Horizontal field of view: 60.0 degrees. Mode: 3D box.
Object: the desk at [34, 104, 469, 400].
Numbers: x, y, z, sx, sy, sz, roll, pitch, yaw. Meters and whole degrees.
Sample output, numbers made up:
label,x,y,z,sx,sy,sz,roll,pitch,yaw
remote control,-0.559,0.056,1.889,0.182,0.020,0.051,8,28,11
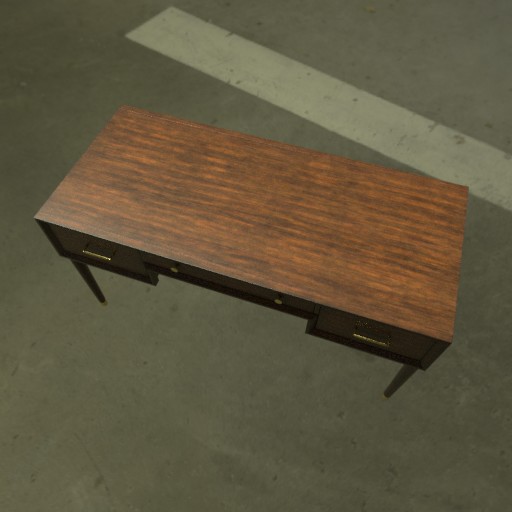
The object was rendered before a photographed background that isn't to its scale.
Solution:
label,x,y,z,sx,sy,sz,roll,pitch,yaw
desk,0.000,0.000,2.067,1.575,0.762,0.724,16,58,10
